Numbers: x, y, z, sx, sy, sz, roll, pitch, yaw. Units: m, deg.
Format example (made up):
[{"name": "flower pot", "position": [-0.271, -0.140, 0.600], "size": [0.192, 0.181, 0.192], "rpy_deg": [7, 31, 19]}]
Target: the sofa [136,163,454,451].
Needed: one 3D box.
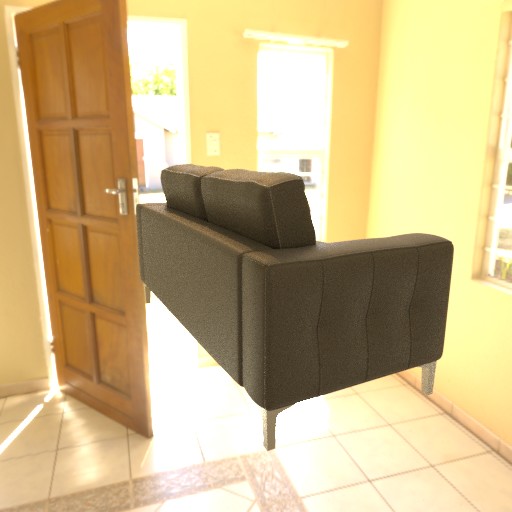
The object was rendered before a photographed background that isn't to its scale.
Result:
[{"name": "sofa", "position": [0.000, 0.000, 2.243], "size": [0.833, 0.892, 1.726], "rpy_deg": [-7, 15, -27]}]
